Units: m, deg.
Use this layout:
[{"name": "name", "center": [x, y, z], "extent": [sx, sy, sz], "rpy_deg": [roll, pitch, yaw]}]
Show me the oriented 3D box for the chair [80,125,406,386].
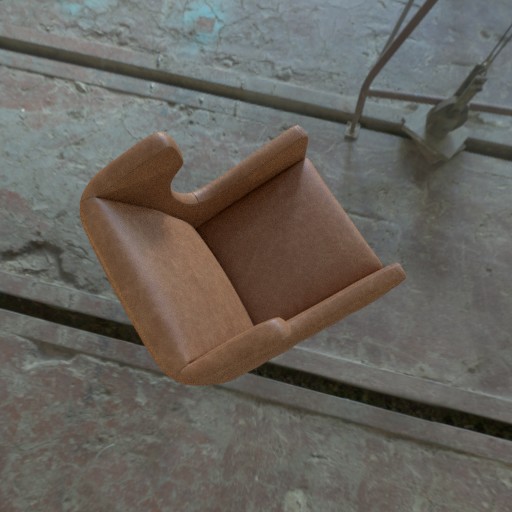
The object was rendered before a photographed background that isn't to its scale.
[{"name": "chair", "center": [0.000, 0.000, 1.712], "extent": [0.899, 1.079, 0.766], "rpy_deg": [-31, 78, -7]}]
